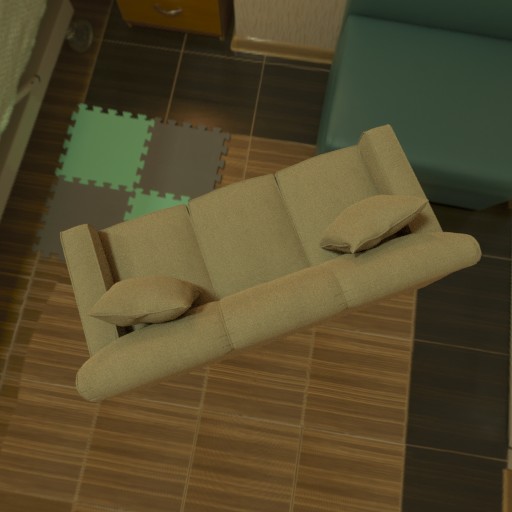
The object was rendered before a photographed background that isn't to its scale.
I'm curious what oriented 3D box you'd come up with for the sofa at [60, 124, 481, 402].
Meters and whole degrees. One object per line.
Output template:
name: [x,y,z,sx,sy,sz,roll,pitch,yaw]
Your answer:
sofa: [0.000,0.000,2.582,2.024,0.958,0.997,-19,76,-5]
